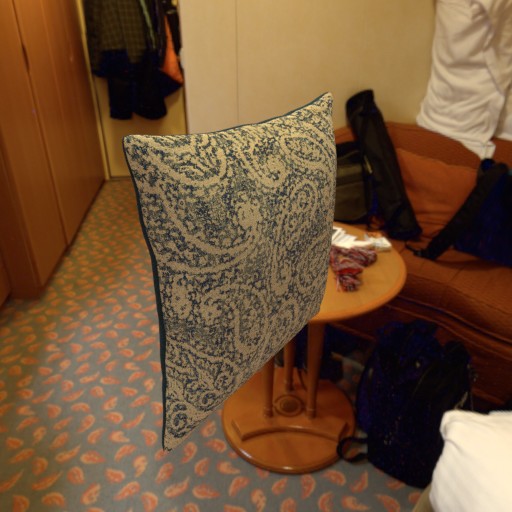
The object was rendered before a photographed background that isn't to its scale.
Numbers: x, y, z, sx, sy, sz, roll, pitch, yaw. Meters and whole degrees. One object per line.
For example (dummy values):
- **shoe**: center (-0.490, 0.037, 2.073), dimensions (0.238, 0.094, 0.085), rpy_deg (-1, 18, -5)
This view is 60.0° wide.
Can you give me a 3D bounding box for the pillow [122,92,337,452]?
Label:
- **pillow**: center (0.000, 0.000, 0.798), dimensions (0.166, 0.510, 0.523), rpy_deg (18, 32, 31)
